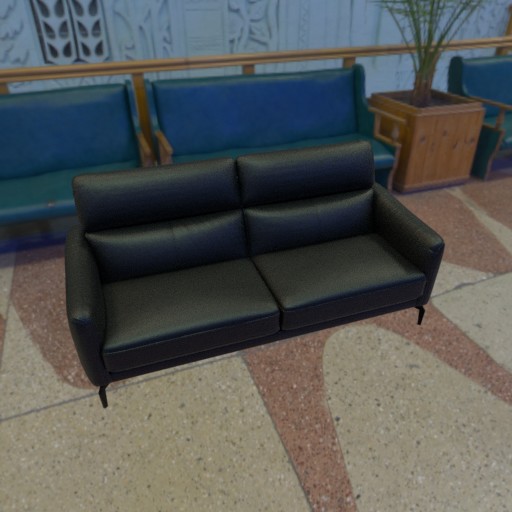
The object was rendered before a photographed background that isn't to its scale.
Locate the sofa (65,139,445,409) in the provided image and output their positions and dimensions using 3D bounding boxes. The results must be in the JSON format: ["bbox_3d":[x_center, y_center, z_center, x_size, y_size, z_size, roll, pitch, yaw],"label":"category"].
[{"bbox_3d":[0.000,0.000,2.587,2.069,0.957,0.856,-11,35,-16],"label":"sofa"}]
